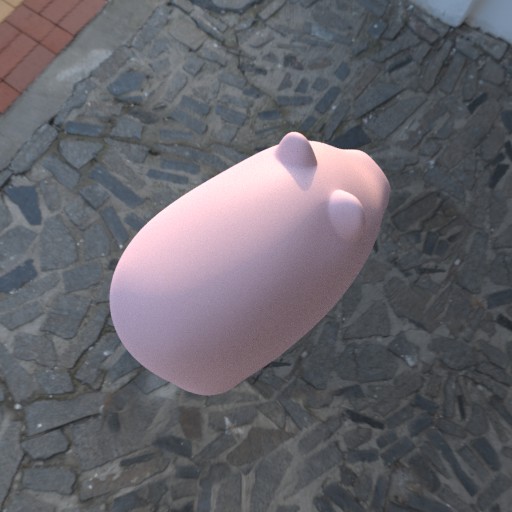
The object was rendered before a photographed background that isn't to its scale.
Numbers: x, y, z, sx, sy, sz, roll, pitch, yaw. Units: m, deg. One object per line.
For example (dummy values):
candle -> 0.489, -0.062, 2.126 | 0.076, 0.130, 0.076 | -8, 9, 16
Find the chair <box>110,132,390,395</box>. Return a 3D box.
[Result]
chair -> 0.000, 0.000, 0.877 | 0.619, 0.423, 0.364 | -35, 78, -8
